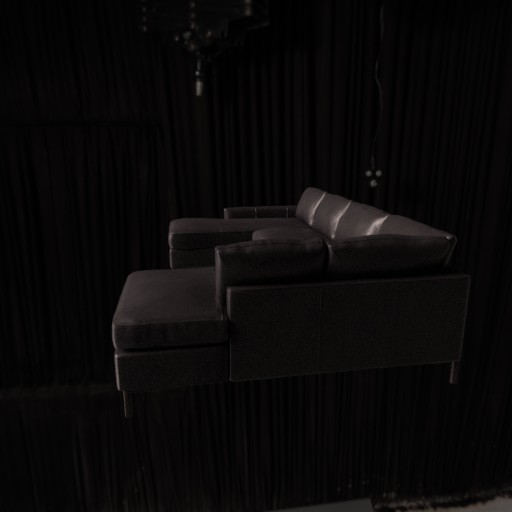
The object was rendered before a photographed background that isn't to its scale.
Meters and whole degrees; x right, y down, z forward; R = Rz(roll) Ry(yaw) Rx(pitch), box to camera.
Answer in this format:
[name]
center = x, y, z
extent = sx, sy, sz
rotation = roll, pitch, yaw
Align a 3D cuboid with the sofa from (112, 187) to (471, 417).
[sofa]
center = 0.000, 0.000, 3.705
extent = 1.939, 0.900, 2.956
rotation = -2, 15, -9
